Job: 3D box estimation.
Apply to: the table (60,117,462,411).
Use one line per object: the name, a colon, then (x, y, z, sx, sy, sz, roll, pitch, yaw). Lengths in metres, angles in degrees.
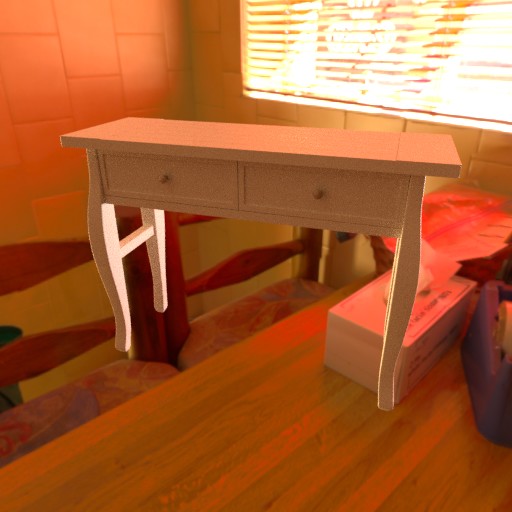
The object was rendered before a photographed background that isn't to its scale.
table: (0.000, 0.000, 1.437, 1.062, 0.768, 0.373, 8, 27, 16)
